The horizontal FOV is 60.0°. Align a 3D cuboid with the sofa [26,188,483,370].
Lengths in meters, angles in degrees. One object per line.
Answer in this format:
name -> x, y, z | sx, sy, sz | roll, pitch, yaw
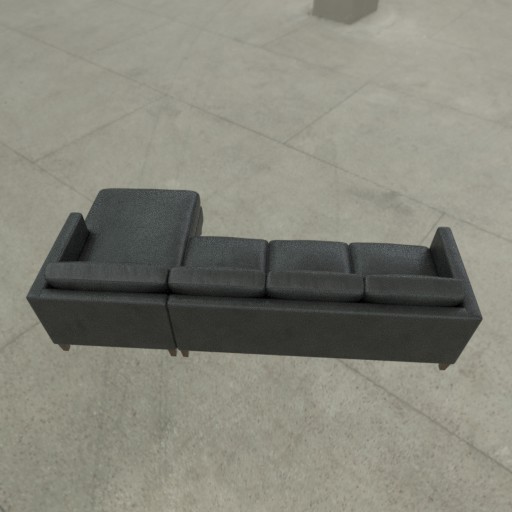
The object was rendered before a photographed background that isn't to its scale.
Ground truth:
sofa -> 0.000, 0.000, 3.835 | 3.203, 0.883, 1.581 | 2, 47, 2
